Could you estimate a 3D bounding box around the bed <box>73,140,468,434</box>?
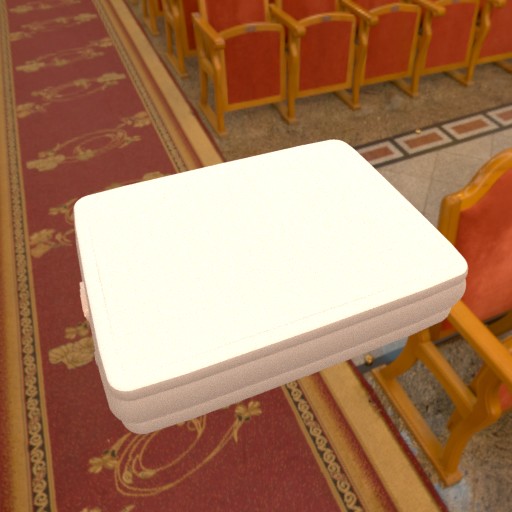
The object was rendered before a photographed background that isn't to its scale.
[{"bbox_3d":[0.000,0.000,2.690,2.036,0.460,1.520,-16,48,-15],"label":"bed"}]
